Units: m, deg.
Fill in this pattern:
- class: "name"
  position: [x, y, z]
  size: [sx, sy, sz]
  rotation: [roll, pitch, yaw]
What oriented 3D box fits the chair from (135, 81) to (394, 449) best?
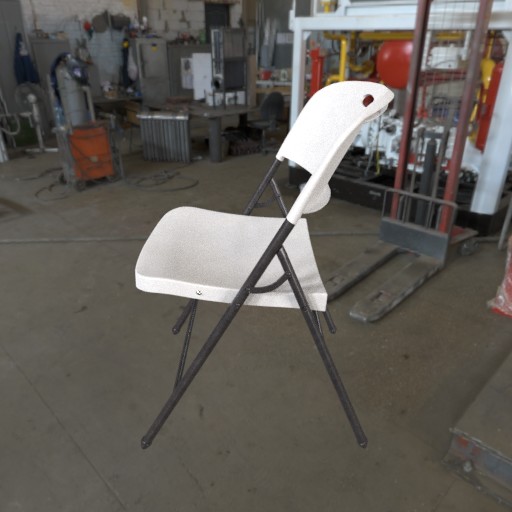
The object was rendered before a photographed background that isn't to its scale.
- class: "chair"
  position: [0.000, 0.000, 1.120]
  size: [0.566, 0.810, 0.494]
  rotation: [0, 27, 0]
